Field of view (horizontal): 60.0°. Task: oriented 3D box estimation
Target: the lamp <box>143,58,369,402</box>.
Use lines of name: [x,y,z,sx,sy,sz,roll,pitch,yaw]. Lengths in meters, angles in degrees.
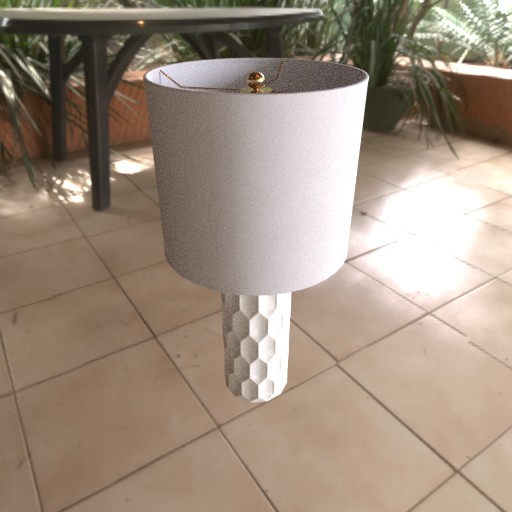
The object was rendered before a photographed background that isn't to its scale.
lamp: [0.000,0.000,0.693,0.277,0.537,0.277,-19,36,-29]
